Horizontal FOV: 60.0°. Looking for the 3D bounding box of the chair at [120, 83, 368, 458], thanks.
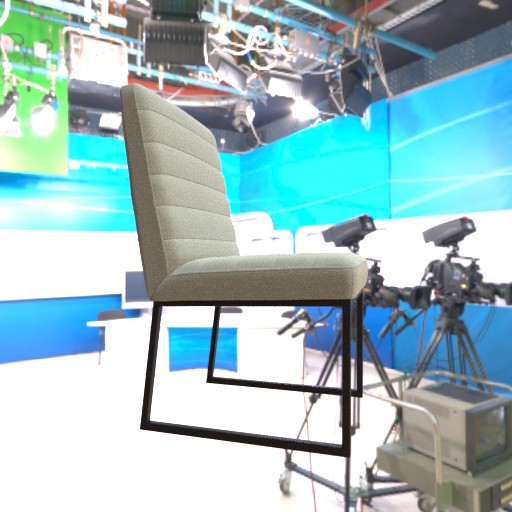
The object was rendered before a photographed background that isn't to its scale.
[{"bbox_3d":[0.000,0.000,1.329,0.634,0.930,0.520,0,1,17],"label":"chair"}]
